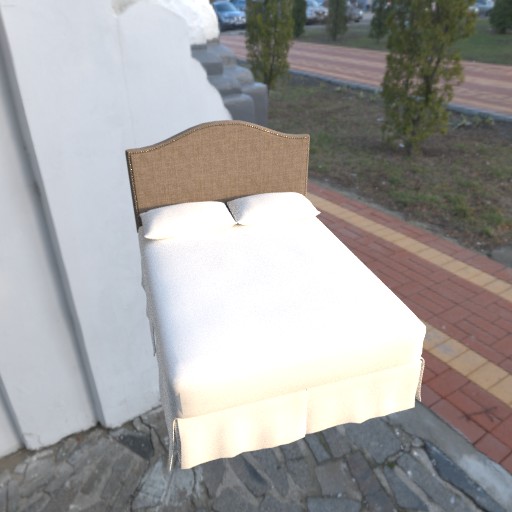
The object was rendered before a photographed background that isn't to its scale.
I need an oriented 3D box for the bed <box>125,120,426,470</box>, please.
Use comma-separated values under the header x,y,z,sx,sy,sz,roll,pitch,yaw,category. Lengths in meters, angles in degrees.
x,y,z,sx,sy,sz,roll,pitch,yaw,category
0.000,0.000,3.291,1.713,1.518,2.153,-9,31,-15,bed
